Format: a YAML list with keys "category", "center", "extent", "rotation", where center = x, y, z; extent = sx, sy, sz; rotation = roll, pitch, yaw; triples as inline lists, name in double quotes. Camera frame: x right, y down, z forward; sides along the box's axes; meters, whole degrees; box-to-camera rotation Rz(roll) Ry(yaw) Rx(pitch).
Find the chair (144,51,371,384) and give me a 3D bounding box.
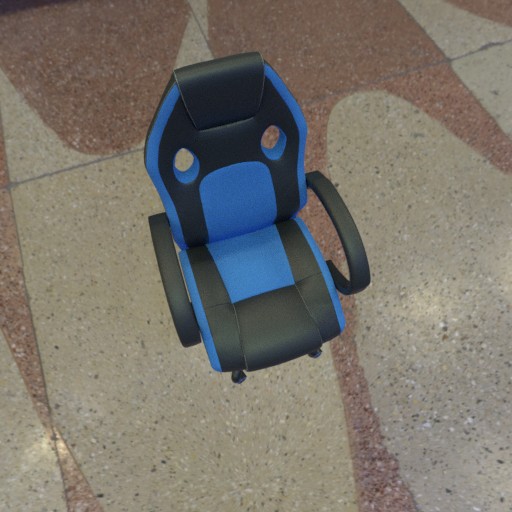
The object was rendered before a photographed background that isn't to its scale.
- category: "chair"
  center: [0.000, 0.000, 1.617]
  extent: [0.673, 1.187, 0.724]
  rotation: [-17, 64, -8]
